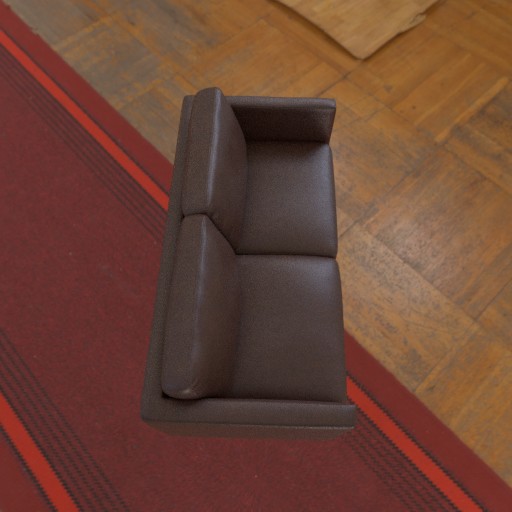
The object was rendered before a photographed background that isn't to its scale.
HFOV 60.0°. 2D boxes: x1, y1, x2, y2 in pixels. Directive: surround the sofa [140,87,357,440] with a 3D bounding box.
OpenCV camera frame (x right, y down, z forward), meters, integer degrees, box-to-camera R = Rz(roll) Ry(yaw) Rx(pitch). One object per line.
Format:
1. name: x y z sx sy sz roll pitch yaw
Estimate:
1. sofa: 0.000 0.000 2.514 0.951 0.933 1.883 1 64 1
